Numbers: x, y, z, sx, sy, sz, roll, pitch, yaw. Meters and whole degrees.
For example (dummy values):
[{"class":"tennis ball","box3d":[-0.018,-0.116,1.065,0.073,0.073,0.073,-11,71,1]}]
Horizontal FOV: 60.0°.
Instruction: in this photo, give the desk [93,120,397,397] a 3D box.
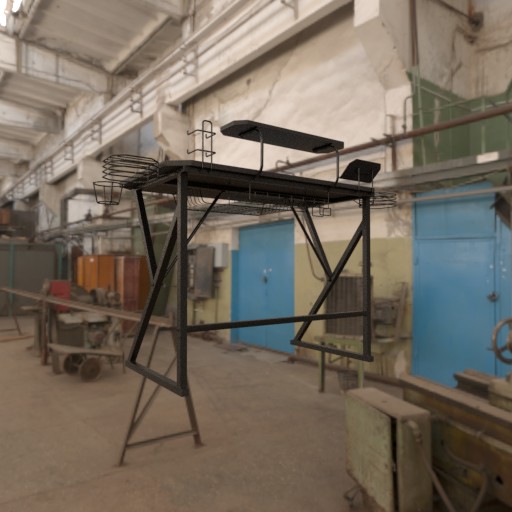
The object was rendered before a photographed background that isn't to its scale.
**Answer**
[{"class":"desk","box3d":[0.000,0.000,1.797,1.290,0.880,0.580,1,-2,-35]}]
